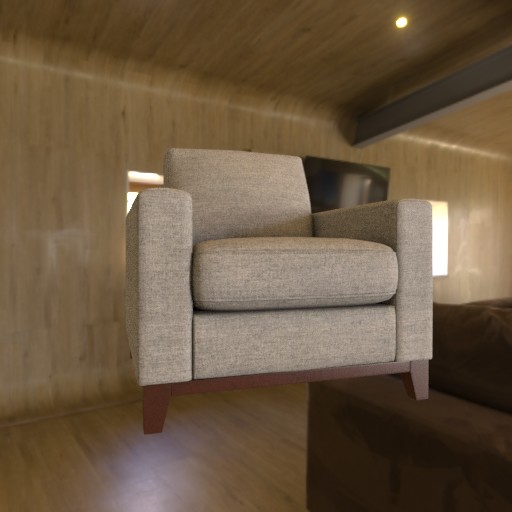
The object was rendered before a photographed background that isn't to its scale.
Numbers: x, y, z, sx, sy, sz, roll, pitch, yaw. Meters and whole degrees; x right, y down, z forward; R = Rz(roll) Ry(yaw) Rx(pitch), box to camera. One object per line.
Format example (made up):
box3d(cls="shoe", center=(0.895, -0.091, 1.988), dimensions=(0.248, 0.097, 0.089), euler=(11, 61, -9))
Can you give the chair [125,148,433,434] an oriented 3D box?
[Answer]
box3d(cls="chair", center=(0.000, 0.000, 1.863), dimensions=(1.024, 1.010, 1.038), euler=(0, 1, -18))
